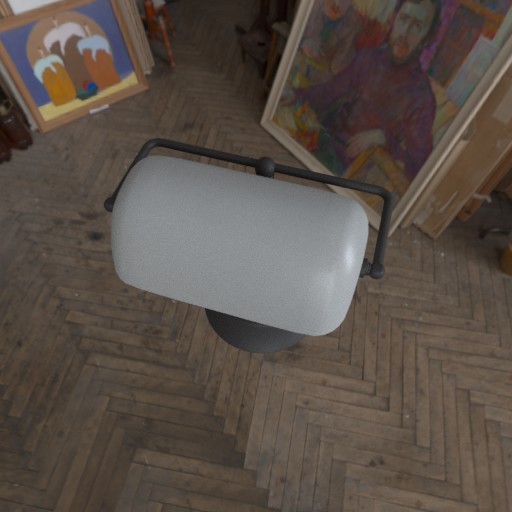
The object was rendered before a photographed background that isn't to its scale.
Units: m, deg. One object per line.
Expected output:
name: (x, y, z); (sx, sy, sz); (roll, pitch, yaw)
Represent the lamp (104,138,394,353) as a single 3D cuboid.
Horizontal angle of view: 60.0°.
lamp: (0.000, 0.000, 0.530); (0.264, 0.339, 0.243); (14, 58, 9)
